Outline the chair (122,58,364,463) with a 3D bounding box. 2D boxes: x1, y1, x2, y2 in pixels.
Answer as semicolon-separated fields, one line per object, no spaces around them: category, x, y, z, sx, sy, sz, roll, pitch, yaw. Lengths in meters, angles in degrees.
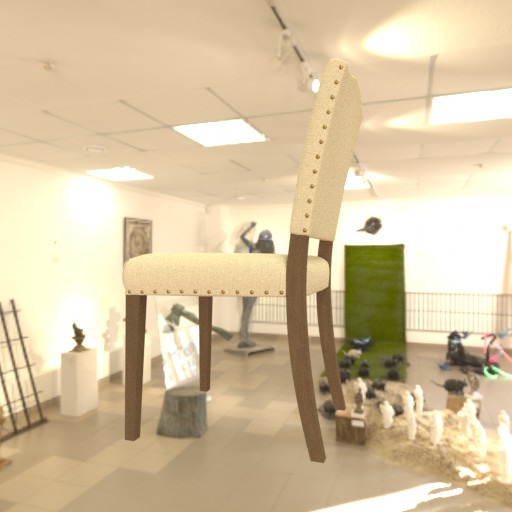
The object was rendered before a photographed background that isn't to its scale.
chair;0.000;0.000;1.361;0.619;1.015;0.508;0;0;19
